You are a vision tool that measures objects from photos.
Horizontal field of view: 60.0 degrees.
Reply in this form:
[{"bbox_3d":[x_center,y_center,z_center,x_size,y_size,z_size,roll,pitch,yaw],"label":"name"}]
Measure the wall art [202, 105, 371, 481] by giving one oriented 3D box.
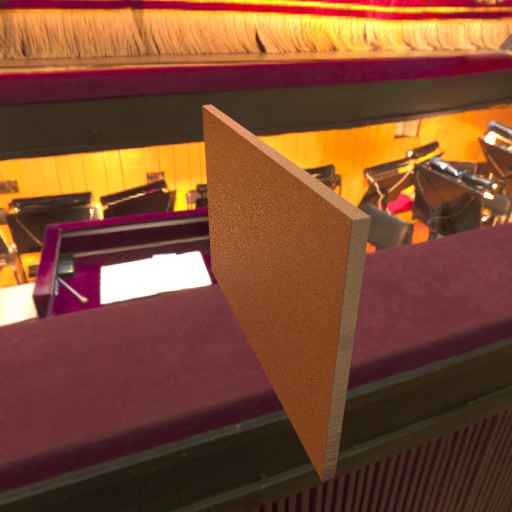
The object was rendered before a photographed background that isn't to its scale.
[{"bbox_3d":[0.000,0.000,0.787,0.021,0.410,0.615,-10,31,-17],"label":"wall art"}]
